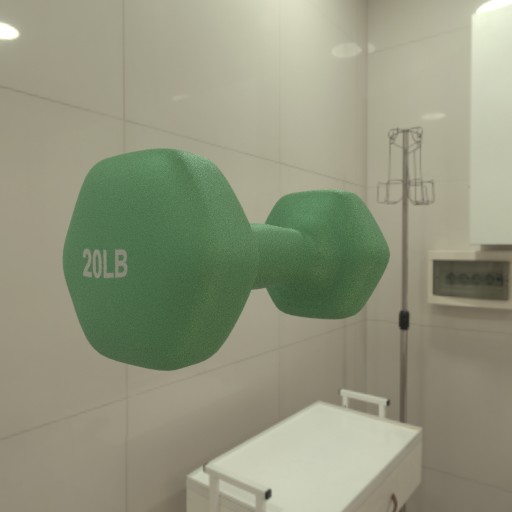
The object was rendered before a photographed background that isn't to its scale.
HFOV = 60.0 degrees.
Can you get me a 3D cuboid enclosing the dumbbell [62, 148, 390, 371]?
[{"bbox_3d":[0.000,0.000,0.330,0.129,0.117,0.260,1,1,37],"label":"dumbbell"}]
